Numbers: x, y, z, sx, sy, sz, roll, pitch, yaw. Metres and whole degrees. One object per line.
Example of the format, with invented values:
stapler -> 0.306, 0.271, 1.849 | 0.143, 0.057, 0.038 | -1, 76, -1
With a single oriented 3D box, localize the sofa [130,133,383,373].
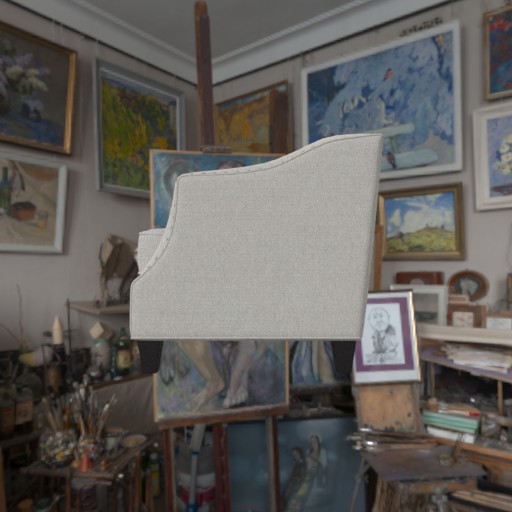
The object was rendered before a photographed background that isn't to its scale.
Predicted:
sofa -> 0.000, 0.000, 2.664 | 0.914, 0.901, 2.235 | 0, -2, 0
